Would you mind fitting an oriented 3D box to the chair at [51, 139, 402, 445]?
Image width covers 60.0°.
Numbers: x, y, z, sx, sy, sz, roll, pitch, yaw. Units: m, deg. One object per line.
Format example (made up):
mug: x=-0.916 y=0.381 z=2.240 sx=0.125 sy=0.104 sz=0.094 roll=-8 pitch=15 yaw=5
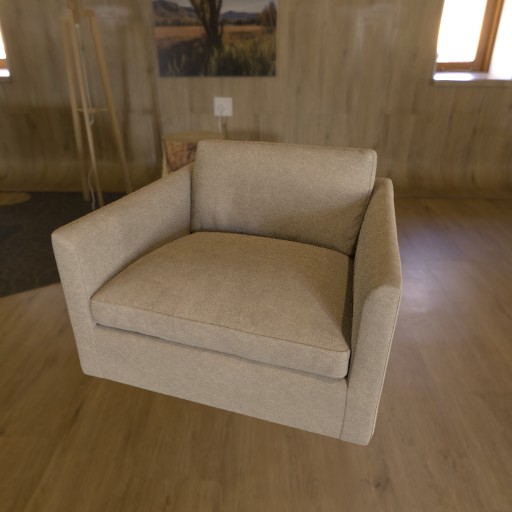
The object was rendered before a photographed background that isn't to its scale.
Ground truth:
chair: x=0.000 y=0.000 z=1.934 sx=1.190 sy=0.845 sz=1.091 roll=9 pitch=28 yaw=16
